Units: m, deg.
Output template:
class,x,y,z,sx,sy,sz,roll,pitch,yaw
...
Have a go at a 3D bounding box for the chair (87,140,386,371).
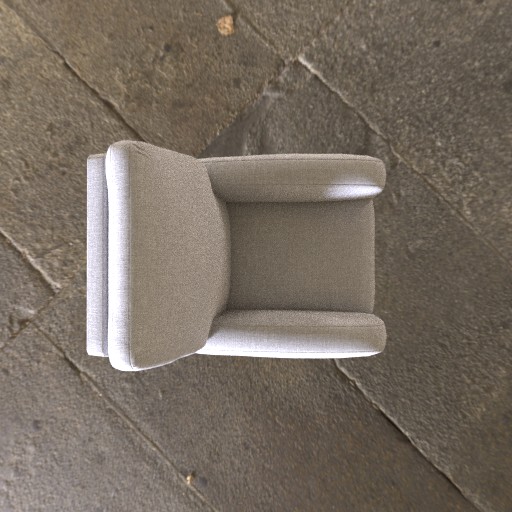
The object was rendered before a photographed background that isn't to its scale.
class,x,y,z,sx,sy,sz,roll,pitch,yaw
chair,0.000,0.000,1.699,0.990,0.990,0.762,0,90,0
